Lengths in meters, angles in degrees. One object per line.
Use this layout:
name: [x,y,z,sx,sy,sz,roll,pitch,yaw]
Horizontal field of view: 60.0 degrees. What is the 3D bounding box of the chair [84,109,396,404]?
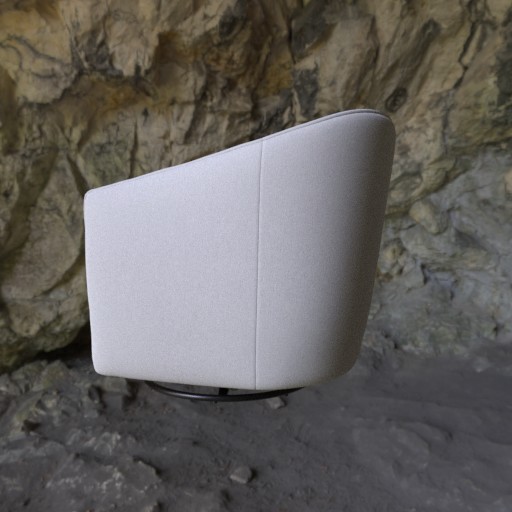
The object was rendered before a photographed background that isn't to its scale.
chair: [0.000,0.000,1.462,0.875,0.799,0.747,0,1,17]
